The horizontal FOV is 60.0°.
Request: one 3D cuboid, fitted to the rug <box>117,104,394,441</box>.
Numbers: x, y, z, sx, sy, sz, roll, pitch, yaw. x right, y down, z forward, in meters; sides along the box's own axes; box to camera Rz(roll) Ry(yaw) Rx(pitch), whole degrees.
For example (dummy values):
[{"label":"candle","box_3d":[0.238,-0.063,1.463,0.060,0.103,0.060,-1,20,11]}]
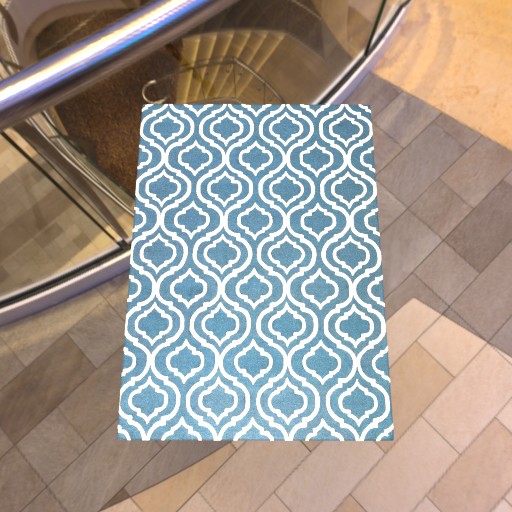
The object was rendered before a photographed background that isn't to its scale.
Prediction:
[{"label":"rug","box_3d":[0.000,0.000,4.323,2.438,0.010,3.353,0,75,0]}]
